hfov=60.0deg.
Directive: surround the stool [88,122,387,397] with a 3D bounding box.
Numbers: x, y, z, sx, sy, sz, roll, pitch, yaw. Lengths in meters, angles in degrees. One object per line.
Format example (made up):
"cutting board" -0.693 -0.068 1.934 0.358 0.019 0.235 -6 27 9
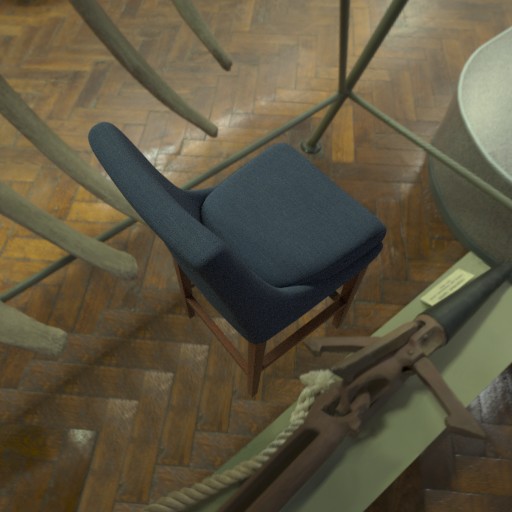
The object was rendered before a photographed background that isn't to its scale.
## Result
"stool" 0.000 0.000 1.288 0.577 0.981 0.470 -34 64 -20
